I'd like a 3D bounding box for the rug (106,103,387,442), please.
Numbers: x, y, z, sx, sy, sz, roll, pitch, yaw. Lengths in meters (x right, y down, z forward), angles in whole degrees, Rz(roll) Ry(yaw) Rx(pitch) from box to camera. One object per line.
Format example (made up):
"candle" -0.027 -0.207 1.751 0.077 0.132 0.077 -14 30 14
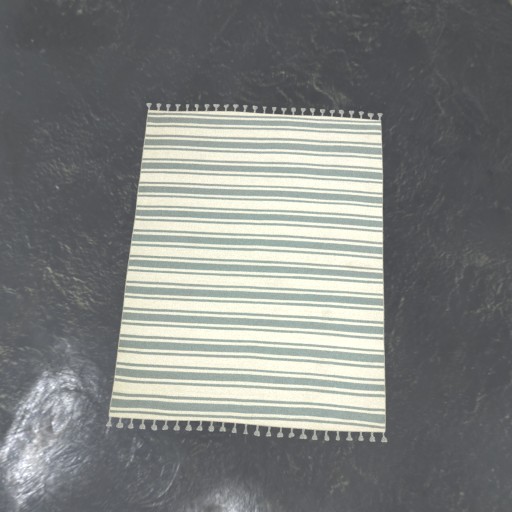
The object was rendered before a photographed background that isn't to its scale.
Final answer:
"rug" 0.000 0.000 4.206 2.439 0.005 3.201 3 76 1
